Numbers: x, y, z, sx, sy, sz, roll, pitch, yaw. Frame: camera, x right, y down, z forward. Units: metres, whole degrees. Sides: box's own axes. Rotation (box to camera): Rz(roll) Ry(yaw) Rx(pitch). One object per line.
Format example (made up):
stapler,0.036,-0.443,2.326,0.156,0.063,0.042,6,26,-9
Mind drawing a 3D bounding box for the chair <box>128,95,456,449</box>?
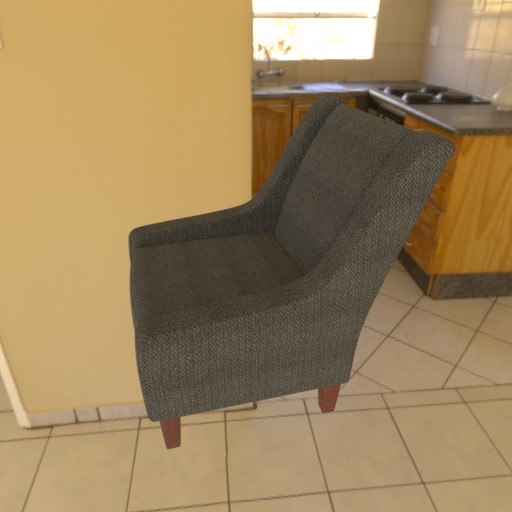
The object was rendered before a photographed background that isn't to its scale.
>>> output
chair,0.000,0.000,1.666,0.944,1.012,0.793,-8,29,-14
